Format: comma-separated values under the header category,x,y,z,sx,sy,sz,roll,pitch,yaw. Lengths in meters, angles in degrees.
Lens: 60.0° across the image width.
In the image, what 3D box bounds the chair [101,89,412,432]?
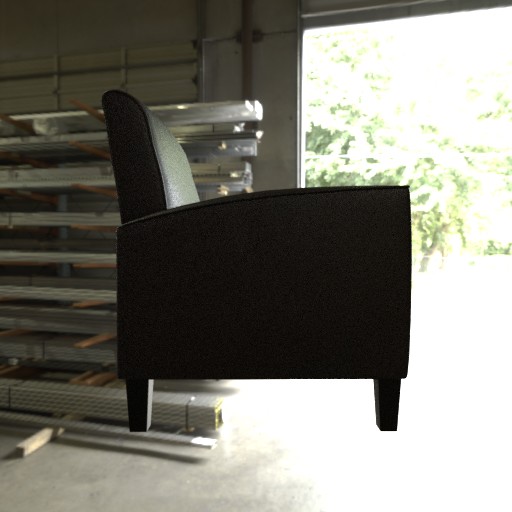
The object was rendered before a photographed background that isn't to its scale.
category,x,y,z,sx,sy,sz,roll,pitch,yaw
chair,0.000,0.000,1.535,0.819,0.916,0.820,0,1,0
